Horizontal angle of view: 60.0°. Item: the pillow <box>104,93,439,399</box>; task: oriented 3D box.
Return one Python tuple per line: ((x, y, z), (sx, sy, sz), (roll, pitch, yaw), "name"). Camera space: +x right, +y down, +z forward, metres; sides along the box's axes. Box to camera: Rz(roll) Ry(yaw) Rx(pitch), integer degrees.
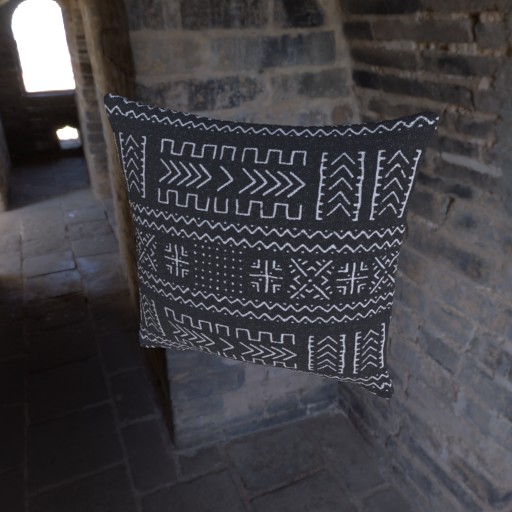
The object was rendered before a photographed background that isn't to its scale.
((0.000, 0.000, 0.641), (0.438, 0.430, 0.164), (8, 28, 16), "pillow")
